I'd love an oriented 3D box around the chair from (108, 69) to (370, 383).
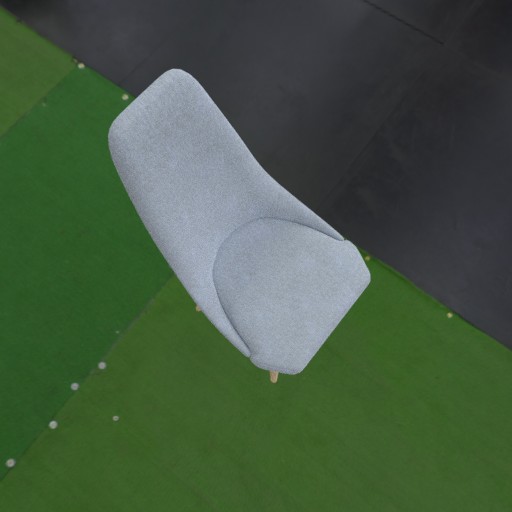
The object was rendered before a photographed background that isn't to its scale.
[{"bbox_3d":[0.000,0.000,1.395,0.660,1.040,0.510,38,77,11],"label":"chair"}]
